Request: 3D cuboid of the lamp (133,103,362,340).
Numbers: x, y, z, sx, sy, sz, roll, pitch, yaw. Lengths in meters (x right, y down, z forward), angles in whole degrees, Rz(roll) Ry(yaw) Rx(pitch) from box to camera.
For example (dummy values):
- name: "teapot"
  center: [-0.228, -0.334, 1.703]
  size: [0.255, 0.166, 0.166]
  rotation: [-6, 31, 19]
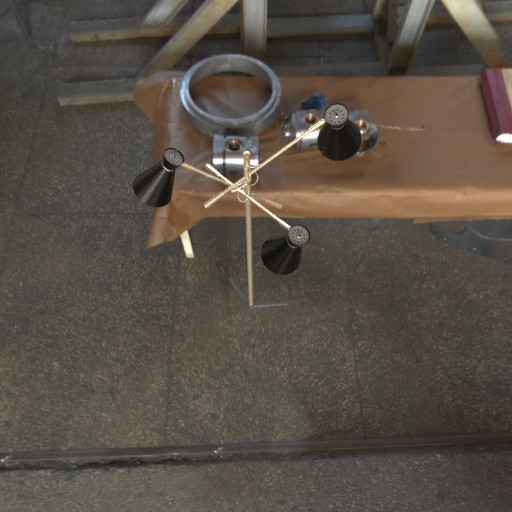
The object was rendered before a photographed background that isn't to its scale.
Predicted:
- name: "lamp"
  center: [0.000, 0.000, 2.135]
  size: [0.750, 1.804, 0.653]
  rotation: [-32, 68, -15]
